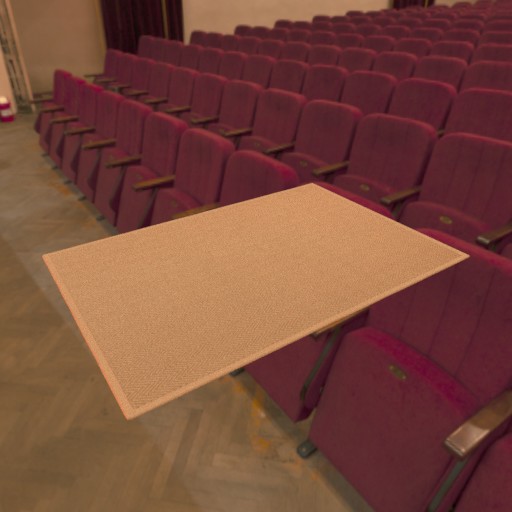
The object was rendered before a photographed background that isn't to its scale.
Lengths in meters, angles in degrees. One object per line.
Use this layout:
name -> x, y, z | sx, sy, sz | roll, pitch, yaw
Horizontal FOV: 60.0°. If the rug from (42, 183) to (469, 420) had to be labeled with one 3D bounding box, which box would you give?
rug -> 0.000, 0.000, 2.807 | 2.244, 0.017, 1.532 | -19, 35, -29
